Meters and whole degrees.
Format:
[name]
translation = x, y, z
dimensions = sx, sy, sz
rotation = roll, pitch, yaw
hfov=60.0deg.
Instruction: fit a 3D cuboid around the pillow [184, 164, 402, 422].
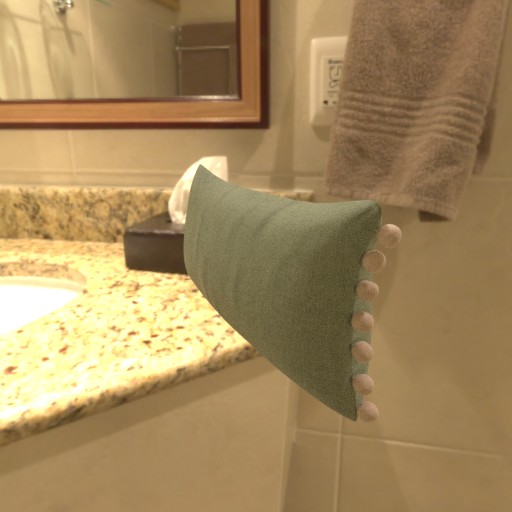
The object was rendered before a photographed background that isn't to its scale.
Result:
[pillow]
translation = 0.000, 0.000, 0.861
dimensions = 0.201, 0.322, 0.709
rotation = -8, 19, -25
